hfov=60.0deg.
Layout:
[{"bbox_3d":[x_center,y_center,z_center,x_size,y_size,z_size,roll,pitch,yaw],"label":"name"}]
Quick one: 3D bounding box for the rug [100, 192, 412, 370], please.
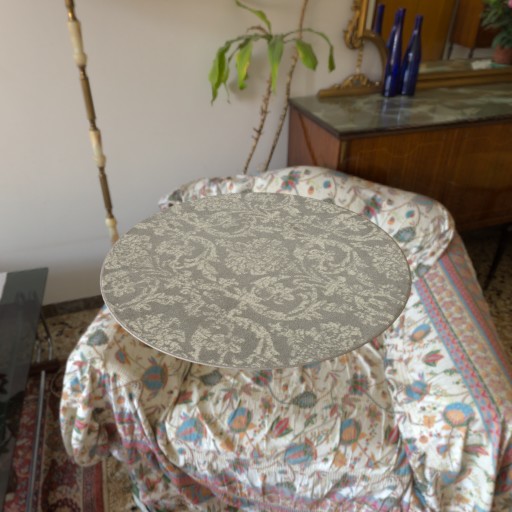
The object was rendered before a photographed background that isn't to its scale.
[{"bbox_3d":[0.000,0.000,2.362,1.593,0.012,1.593,0,33,0],"label":"rug"}]
